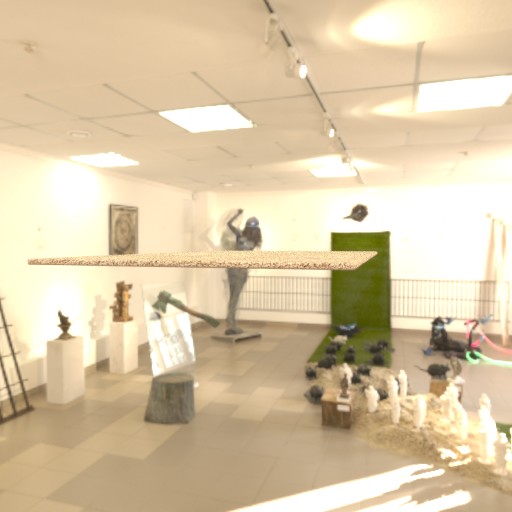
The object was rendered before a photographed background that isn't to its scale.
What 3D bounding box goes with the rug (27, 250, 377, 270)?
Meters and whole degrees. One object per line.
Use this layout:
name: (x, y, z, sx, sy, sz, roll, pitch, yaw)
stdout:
rug: (0.000, 0.000, 3.028, 1.524, 0.030, 2.438, 1, 2, 17)
